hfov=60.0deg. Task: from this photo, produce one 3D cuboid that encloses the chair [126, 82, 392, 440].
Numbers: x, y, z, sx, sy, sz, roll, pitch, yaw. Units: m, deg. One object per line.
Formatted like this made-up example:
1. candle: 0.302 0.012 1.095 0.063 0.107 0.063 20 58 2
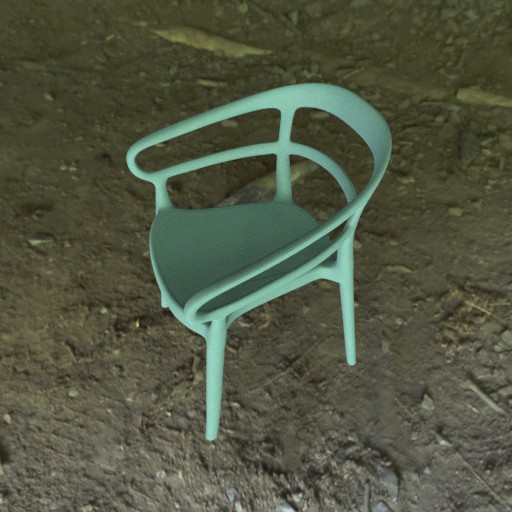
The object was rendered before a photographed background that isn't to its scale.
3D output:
1. chair: 0.000 0.000 1.169 0.527 0.761 0.559 -16 47 -16
